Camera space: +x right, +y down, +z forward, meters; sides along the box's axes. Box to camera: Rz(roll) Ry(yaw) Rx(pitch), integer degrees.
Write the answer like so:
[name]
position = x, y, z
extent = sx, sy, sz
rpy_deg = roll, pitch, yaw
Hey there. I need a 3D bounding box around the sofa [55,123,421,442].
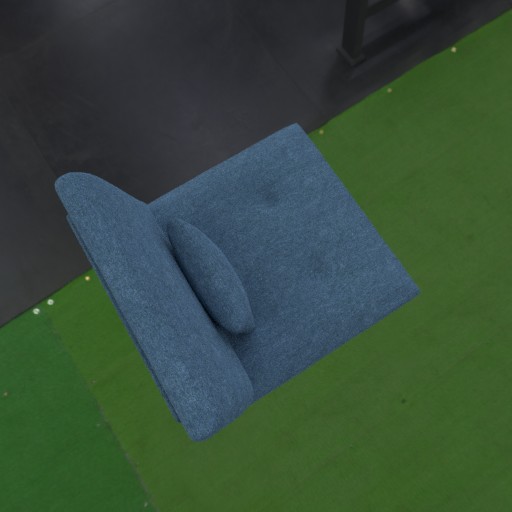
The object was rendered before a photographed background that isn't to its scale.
[sofa]
position = 0.000, 0.000, 1.709
extent = 1.000, 0.820, 0.930
rpy_deg = -31, 77, -8
